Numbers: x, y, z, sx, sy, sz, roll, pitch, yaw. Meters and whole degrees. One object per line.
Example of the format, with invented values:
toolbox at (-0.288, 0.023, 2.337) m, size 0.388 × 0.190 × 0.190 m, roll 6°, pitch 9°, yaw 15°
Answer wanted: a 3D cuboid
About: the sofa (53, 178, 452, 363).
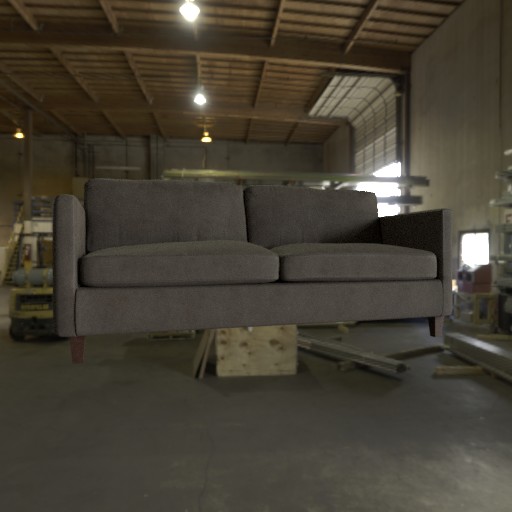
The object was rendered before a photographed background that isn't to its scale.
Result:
sofa at (0.000, 0.000, 2.728) m, size 2.208 × 0.965 × 0.951 m, roll 0°, pitch 1°, yaw -18°
